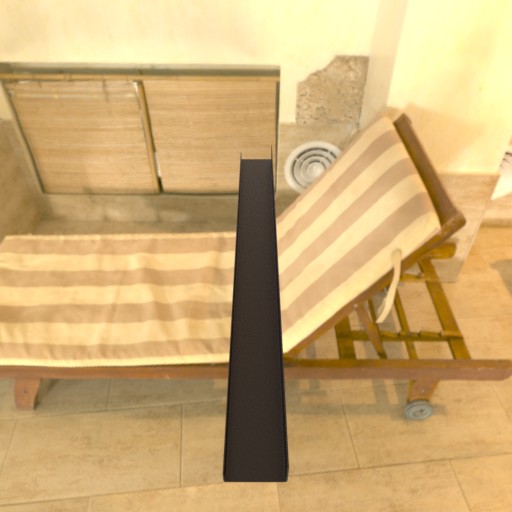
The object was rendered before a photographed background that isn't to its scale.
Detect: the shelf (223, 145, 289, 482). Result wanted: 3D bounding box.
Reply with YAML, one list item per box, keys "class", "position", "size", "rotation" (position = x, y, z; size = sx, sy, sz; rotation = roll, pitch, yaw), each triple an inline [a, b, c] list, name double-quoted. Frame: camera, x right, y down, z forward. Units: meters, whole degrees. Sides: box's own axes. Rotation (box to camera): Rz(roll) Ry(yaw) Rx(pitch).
- class: "shelf"
  position: [0.000, 0.000, 0.965]
  size: [0.092, 0.049, 0.924]
  rotation: [0, 42, 0]
